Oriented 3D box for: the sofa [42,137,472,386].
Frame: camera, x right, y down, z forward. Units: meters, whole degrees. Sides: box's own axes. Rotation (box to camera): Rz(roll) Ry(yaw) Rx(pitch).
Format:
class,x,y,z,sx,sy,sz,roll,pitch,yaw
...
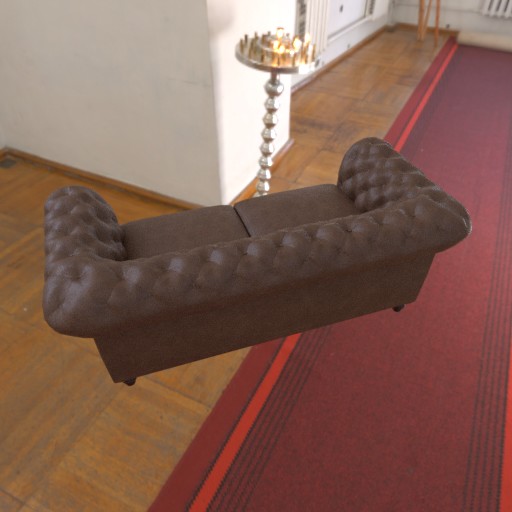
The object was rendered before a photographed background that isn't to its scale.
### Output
class,x,y,z,sx,sy,sz,roll,pitch,yaw
sofa,0.000,0.000,2.431,2.048,0.784,0.955,-12,42,-14
